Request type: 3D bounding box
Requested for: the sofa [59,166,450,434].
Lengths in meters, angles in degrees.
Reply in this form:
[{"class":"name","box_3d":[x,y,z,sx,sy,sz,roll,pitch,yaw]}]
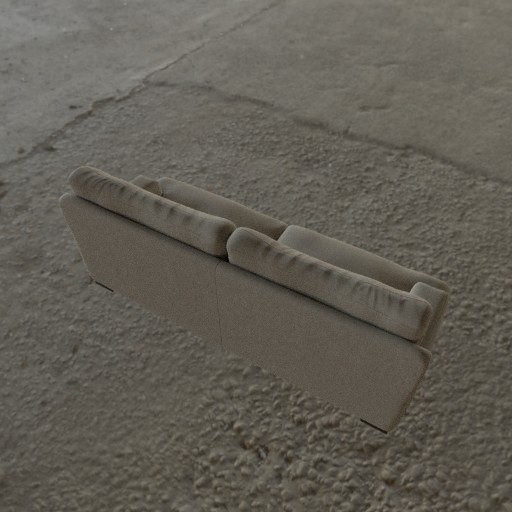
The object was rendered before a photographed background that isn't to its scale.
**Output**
[{"class":"sofa","box_3d":[0.000,0.000,2.876,2.354,0.980,0.962,23,50,21]}]
